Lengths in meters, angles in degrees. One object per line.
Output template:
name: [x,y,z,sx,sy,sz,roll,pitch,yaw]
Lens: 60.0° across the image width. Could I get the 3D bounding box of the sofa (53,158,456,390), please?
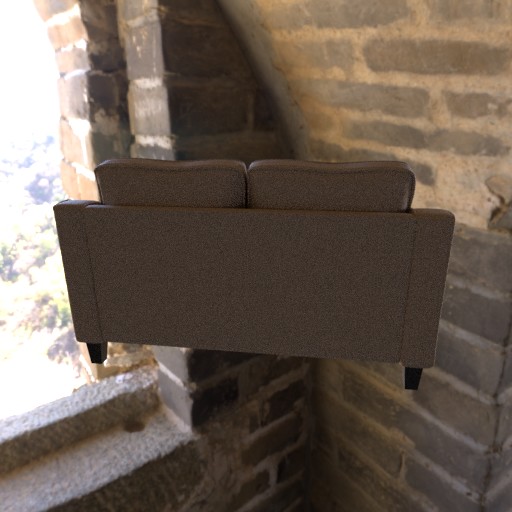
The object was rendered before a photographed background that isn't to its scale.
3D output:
sofa: [0.000,0.000,3.548,2.587,1.562,1.351,2,16,9]
